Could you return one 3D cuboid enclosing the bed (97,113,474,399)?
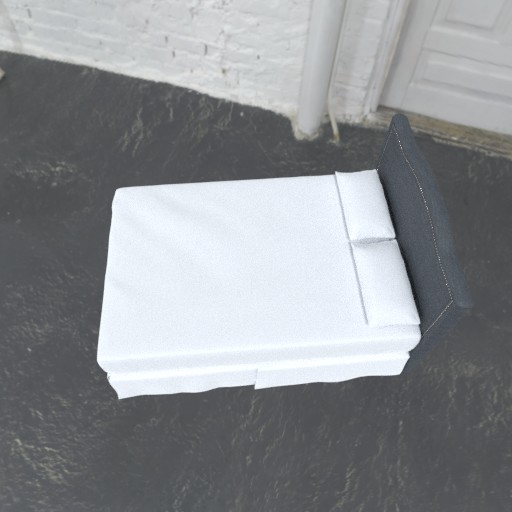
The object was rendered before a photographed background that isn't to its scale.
[{"bbox_3d":[0.000,0.000,3.553,2.507,1.441,1.747,-4,59,-2],"label":"bed"}]
